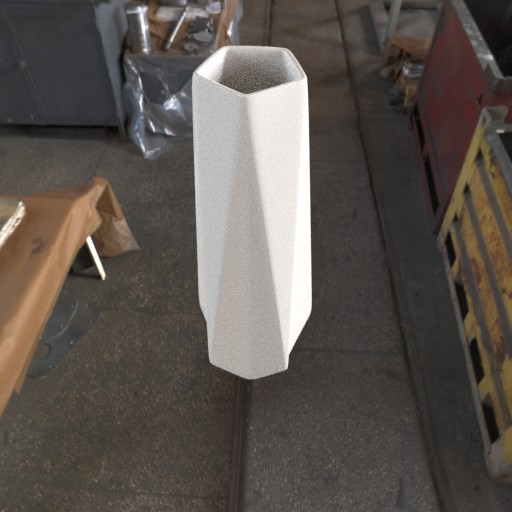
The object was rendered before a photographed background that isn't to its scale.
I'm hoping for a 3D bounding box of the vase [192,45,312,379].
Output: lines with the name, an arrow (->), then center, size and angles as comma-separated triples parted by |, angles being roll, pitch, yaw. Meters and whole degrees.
vase -> 0.000, 0.000, 0.386 | 0.122, 0.329, 0.116 | -24, 52, -20
